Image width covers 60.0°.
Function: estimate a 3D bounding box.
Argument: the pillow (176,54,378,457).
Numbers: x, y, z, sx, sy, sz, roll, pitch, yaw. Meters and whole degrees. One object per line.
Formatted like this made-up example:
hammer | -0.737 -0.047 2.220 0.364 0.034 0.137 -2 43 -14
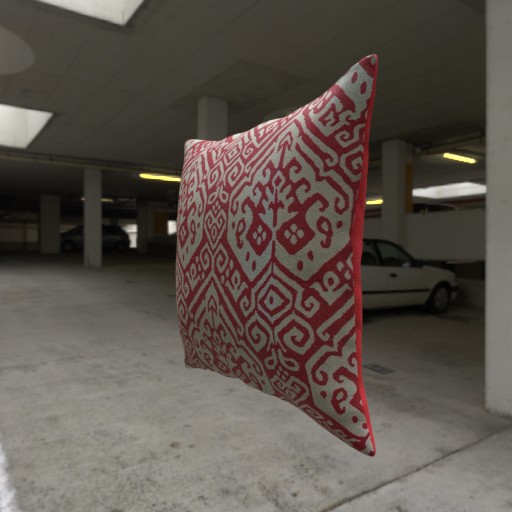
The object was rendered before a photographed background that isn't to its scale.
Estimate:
pillow | 0.000 0.000 0.767 0.192 0.507 0.522 0 1 -36
